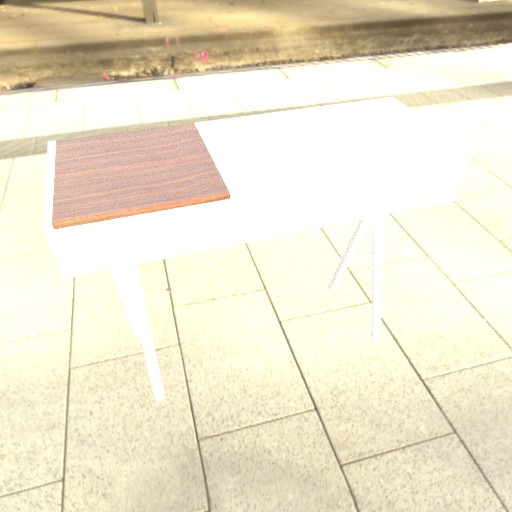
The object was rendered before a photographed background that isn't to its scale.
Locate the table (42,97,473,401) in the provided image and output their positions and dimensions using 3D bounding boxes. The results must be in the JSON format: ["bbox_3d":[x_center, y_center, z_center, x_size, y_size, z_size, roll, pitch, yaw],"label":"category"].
[{"bbox_3d":[0.000,0.000,1.447,1.066,0.785,0.418,-12,42,-13],"label":"table"}]
